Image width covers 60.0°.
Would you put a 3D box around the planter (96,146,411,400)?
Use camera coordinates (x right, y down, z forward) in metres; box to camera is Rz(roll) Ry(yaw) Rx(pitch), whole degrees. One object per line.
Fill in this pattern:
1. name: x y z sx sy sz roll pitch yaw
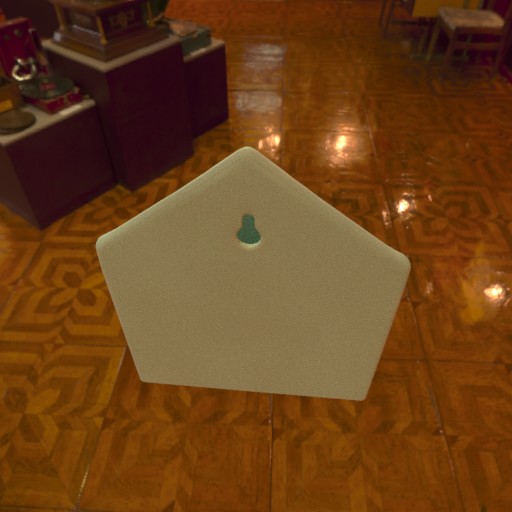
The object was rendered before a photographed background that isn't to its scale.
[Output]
1. planter: 0.000 0.000 0.278 0.164 0.197 0.079 4 45 4
